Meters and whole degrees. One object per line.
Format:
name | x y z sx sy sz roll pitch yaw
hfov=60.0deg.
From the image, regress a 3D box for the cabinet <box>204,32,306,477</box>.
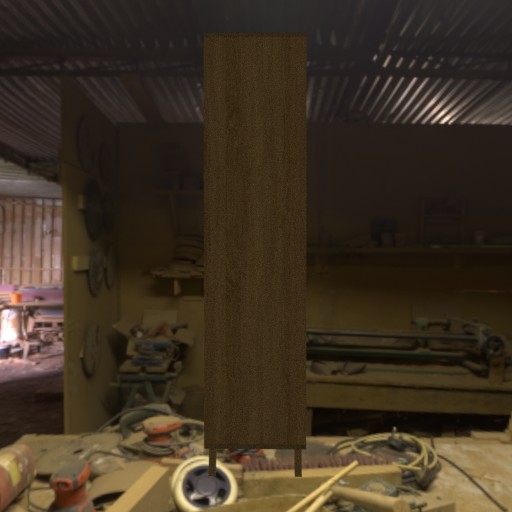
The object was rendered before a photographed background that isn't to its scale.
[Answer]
cabinet | 0.000 0.000 2.202 0.450 1.960 0.510 0 0 1
